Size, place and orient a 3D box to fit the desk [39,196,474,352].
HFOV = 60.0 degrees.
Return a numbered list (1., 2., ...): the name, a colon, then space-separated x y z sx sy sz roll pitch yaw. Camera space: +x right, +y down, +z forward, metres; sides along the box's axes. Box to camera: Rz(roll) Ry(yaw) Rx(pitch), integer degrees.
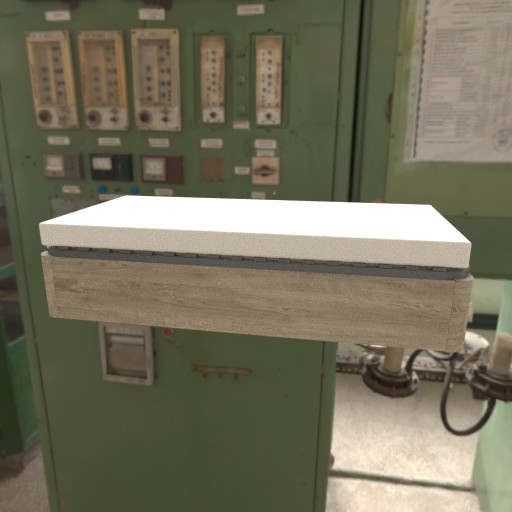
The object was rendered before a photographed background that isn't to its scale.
1. desk: 0.000 0.000 2.309 1.900 0.455 0.900 3 17 10
